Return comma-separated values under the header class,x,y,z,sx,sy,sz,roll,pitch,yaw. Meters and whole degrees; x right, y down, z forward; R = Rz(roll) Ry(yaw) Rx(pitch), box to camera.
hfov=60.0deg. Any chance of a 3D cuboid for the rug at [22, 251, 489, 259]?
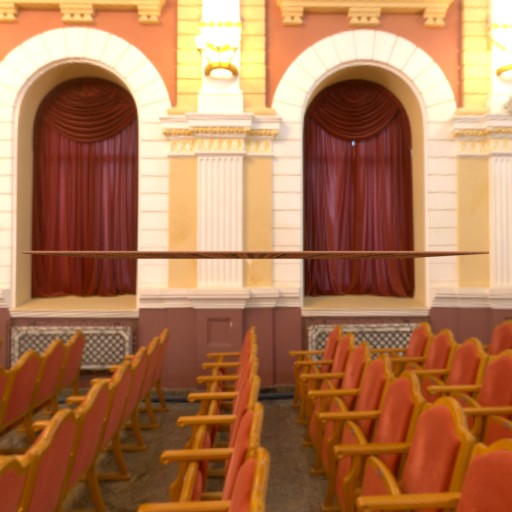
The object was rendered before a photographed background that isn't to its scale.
class,x,y,z,sx,sy,sz,roll,pitch,yaw
rug,0.000,0.000,3.068,2.438,0.014,1.523,0,-1,0
